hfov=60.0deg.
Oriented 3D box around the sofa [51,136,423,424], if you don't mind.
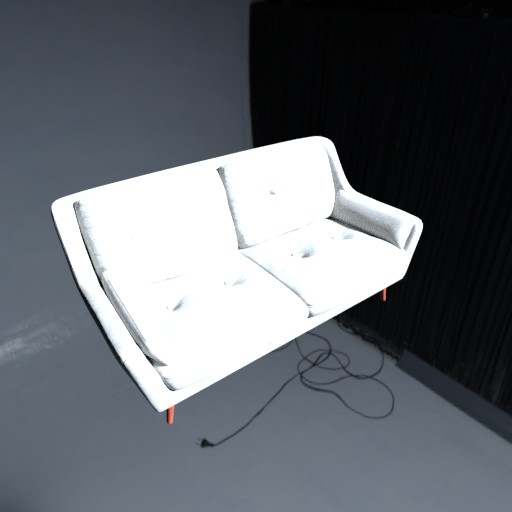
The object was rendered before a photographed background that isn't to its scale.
[{"bbox_3d":[0.000,0.000,2.513,1.930,0.897,0.976,-22,37,-32],"label":"sofa"}]
